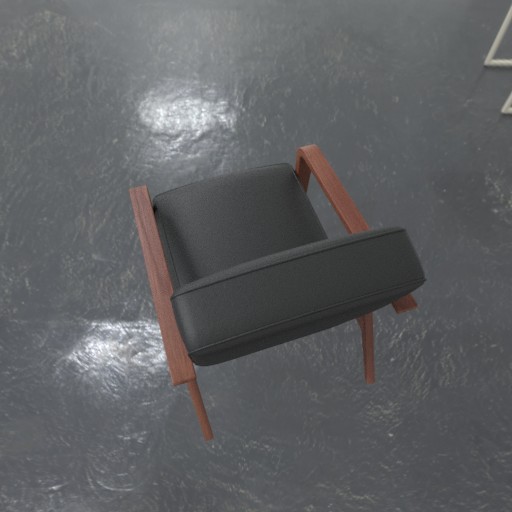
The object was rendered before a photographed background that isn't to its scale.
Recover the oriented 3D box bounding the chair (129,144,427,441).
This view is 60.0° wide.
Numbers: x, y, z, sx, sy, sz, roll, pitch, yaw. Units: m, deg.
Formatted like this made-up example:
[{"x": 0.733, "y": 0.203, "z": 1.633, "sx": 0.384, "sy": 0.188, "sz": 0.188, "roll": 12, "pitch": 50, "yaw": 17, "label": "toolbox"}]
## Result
[{"x": 0.000, "y": 0.000, "z": 1.536, "sx": 0.719, "sy": 0.861, "sz": 0.889, "roll": -16, "pitch": 59, "yaw": -10, "label": "chair"}]
